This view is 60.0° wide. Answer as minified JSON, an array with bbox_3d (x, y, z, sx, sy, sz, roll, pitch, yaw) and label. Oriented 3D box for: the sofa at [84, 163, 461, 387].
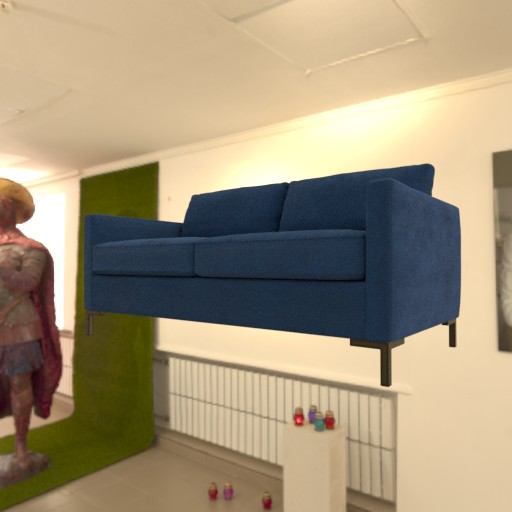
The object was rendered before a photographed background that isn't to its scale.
[{"bbox_3d":[0.000,0.000,2.138,1.676,0.817,0.875,-1,-1,37],"label":"sofa"}]
